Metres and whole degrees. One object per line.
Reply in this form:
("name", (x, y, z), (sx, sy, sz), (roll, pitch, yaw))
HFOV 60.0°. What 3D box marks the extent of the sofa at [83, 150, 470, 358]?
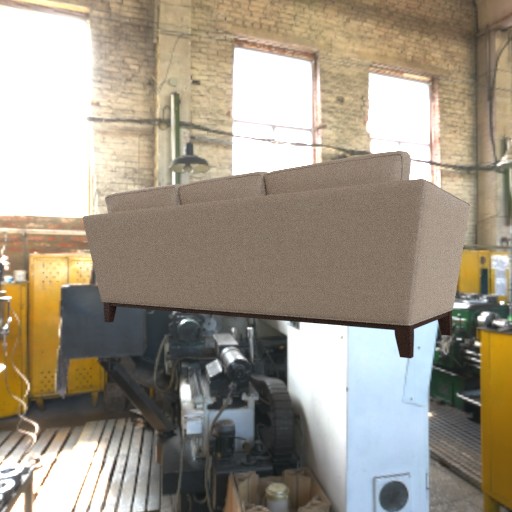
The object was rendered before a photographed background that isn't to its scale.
("sofa", (0.000, 0.000, 2.880), (2.388, 0.940, 0.965), (-1, -2, 35))
